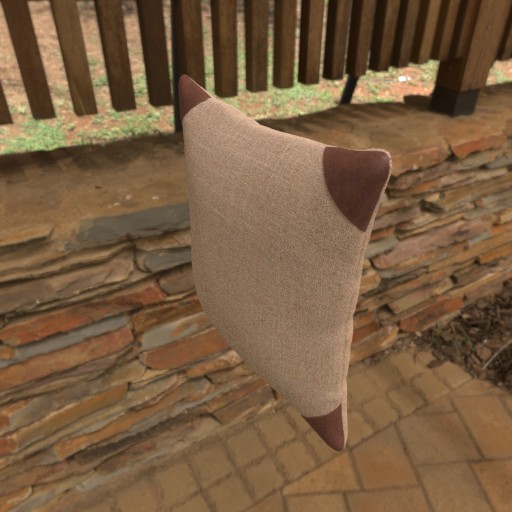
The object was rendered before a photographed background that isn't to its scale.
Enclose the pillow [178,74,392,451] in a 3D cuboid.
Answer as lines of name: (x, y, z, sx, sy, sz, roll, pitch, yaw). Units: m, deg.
pillow: (0.000, 0.000, 0.669, 0.147, 0.448, 0.437, -21, 39, -29)
